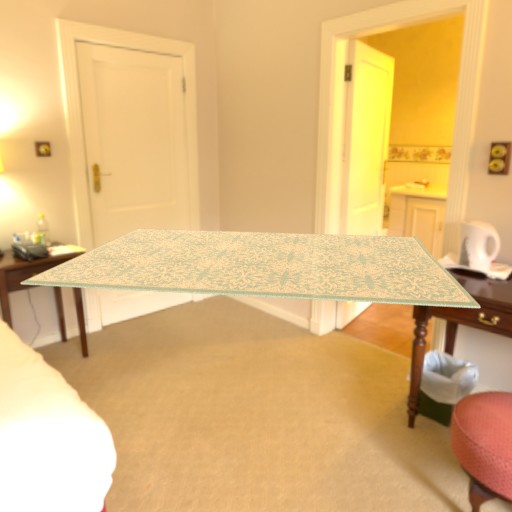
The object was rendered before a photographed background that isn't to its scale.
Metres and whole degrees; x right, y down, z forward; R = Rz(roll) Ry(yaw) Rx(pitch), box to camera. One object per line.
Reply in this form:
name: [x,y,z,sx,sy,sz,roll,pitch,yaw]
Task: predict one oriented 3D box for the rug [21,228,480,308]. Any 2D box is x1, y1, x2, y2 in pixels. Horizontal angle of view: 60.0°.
rug: [0.000,0.000,3.471,2.746,0.018,1.819,2,15,8]
